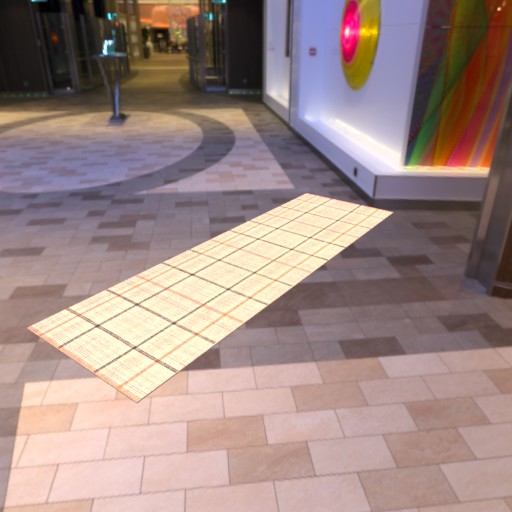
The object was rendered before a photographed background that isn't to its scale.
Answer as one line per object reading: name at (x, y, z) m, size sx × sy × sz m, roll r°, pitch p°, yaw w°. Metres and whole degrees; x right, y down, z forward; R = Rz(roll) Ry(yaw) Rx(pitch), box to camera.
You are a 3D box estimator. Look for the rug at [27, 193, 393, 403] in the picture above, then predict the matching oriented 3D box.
rug at (0.000, 0.000, 2.677) m, size 0.762 × 0.008 × 2.439 m, roll 18°, pitch 31°, yaw 33°
